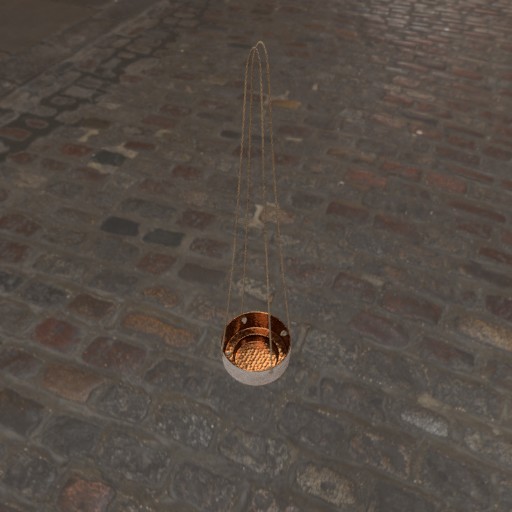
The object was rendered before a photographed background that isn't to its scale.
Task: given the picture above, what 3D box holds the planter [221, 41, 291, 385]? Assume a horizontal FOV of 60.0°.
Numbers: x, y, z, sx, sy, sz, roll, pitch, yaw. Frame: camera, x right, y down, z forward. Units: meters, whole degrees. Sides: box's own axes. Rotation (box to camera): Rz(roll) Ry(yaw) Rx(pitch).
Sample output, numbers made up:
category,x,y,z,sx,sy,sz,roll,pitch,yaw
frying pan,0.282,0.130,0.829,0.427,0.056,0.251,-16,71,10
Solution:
category,x,y,z,sx,sy,sz,roll,pitch,yaw
planter,0.000,0.000,1.115,0.223,1.030,0.223,16,49,15
